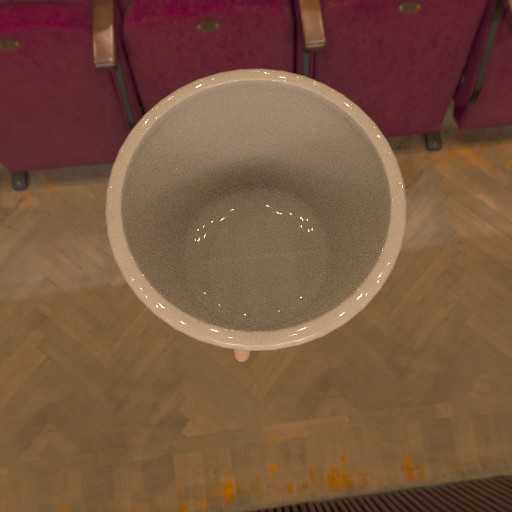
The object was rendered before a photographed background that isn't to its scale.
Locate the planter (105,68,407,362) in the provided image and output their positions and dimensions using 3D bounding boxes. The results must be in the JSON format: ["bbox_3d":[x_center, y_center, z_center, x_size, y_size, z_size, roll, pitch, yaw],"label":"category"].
[{"bbox_3d":[0.000,0.000,0.475,0.217,0.331,0.217,-5,75,-1],"label":"planter"}]
